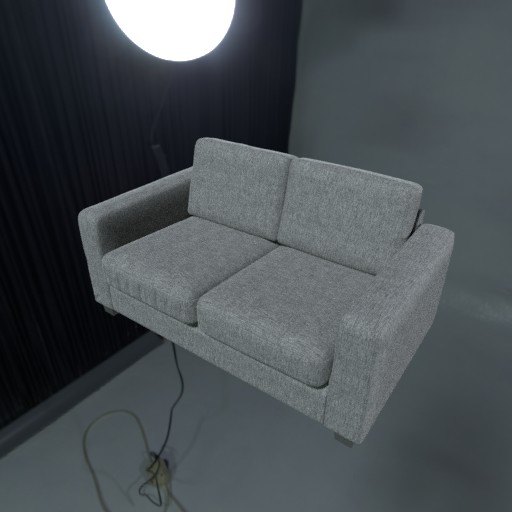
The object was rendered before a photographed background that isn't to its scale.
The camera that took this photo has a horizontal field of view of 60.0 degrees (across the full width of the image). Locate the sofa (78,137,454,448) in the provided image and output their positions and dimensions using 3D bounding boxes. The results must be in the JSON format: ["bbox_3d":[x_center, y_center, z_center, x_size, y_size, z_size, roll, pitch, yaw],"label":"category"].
[{"bbox_3d":[0.000,0.000,2.061,1.520,0.800,0.900,20,36,30],"label":"sofa"}]
